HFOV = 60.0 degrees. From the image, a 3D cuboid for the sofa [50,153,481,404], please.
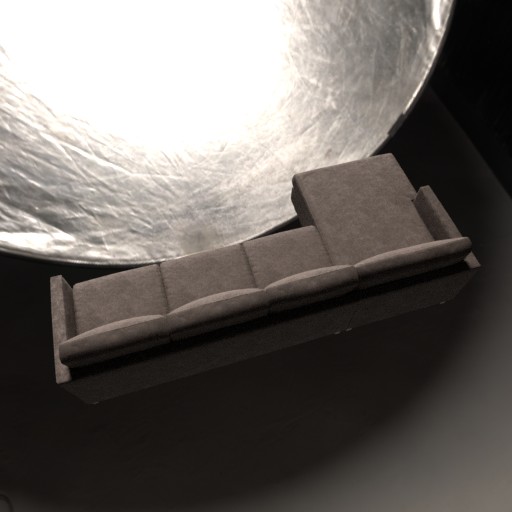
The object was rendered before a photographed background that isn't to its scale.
[{"bbox_3d":[0.000,0.000,4.041,3.471,0.954,1.606,-14,60,-8],"label":"sofa"}]
